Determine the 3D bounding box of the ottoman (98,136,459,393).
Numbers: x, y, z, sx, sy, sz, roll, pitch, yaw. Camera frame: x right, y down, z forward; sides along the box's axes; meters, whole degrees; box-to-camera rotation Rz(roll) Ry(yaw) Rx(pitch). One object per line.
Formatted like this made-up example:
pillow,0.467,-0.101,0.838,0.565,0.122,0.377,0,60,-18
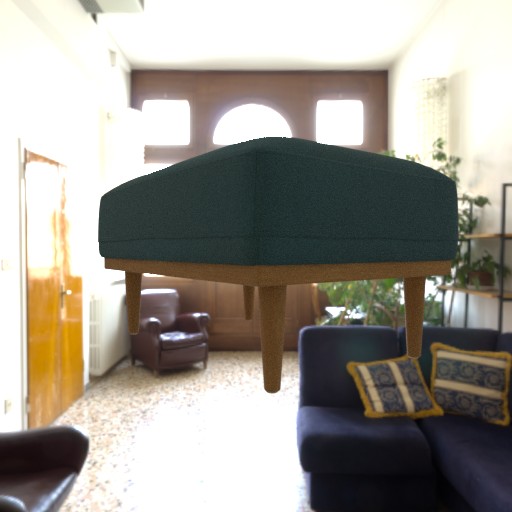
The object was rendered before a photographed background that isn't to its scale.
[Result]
ottoman,0.000,0.000,1.067,0.549,0.428,0.749,-1,1,-36
